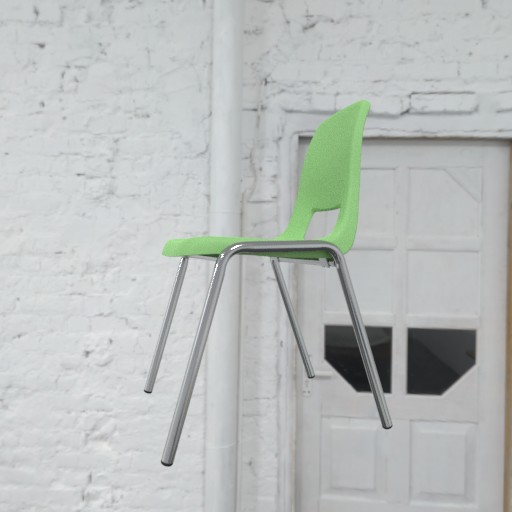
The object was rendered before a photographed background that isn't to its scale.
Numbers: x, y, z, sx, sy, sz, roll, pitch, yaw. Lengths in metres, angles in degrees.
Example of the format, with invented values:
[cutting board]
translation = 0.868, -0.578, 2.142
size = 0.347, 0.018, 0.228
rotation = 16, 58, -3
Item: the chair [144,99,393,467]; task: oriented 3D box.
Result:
[chair]
translation = 0.000, 0.000, 0.931
size = 0.436, 0.653, 0.381
rotation = 0, 2, -18
